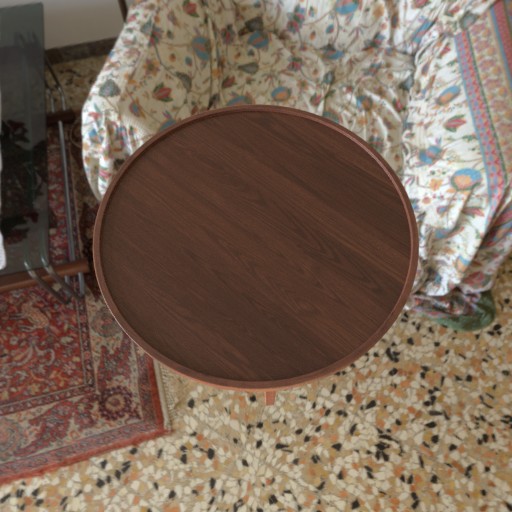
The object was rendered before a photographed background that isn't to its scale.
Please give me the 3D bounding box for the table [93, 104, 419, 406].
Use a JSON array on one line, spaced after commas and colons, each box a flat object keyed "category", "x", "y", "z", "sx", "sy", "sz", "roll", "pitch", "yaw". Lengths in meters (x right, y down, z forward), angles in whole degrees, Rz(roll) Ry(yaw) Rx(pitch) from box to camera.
[{"category": "table", "x": 0.000, "y": 0.000, "z": 1.262, "sx": 0.800, "sy": 0.360, "sz": 0.800, "roll": 0, "pitch": 64, "yaw": 0}]
